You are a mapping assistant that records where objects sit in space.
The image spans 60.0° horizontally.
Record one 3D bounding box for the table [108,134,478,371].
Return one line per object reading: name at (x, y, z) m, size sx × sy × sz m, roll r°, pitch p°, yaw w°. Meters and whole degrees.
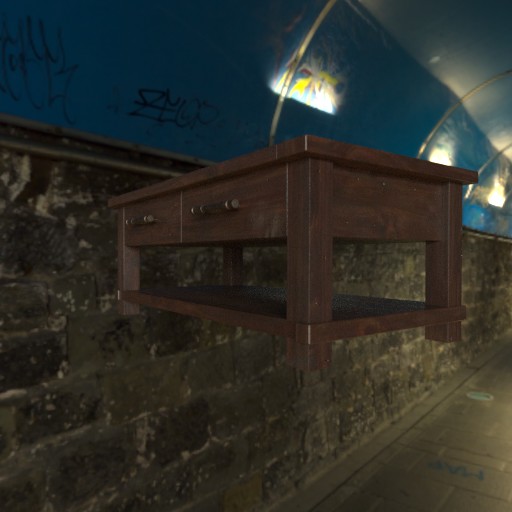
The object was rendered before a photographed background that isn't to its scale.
table at (0.000, 0.000, 1.606) m, size 0.700 × 0.494 × 1.270 m, roll 0°, pitch 0°, yaw -36°
